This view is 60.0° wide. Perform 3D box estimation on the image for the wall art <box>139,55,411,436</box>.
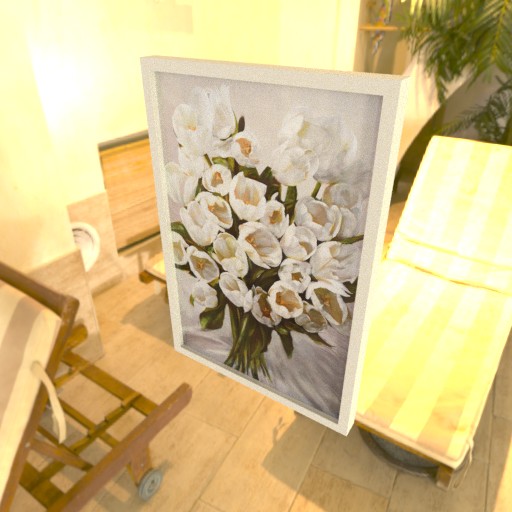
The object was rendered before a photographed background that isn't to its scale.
[{"bbox_3d":[0.000,0.000,0.537,0.293,0.428,0.025,18,35,28],"label":"wall art"}]
